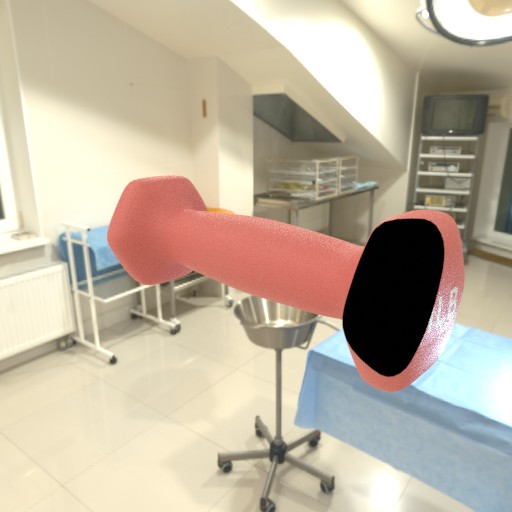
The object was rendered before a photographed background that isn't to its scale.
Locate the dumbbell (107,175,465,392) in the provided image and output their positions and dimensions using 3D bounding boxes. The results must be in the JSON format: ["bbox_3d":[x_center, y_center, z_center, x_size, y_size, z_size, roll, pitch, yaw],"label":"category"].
[{"bbox_3d":[0.000,0.000,0.145,0.123,0.043,0.047,16,23,42],"label":"dumbbell"}]
